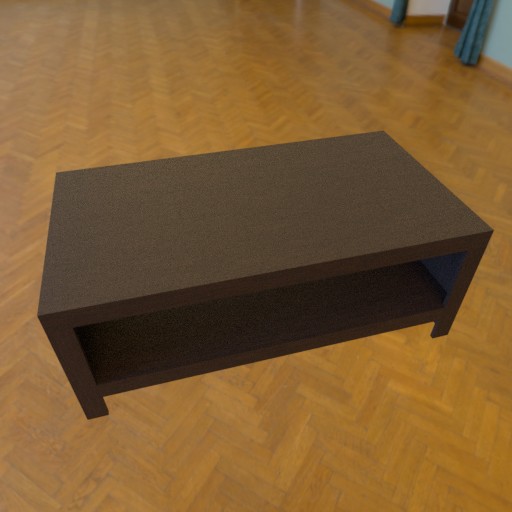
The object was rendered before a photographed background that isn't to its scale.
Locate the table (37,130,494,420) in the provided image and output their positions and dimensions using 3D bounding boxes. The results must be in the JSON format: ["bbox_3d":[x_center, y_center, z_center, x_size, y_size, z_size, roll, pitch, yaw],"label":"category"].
[{"bbox_3d":[0.000,0.000,1.380,1.099,0.424,0.597,-10,42,-11],"label":"table"}]
